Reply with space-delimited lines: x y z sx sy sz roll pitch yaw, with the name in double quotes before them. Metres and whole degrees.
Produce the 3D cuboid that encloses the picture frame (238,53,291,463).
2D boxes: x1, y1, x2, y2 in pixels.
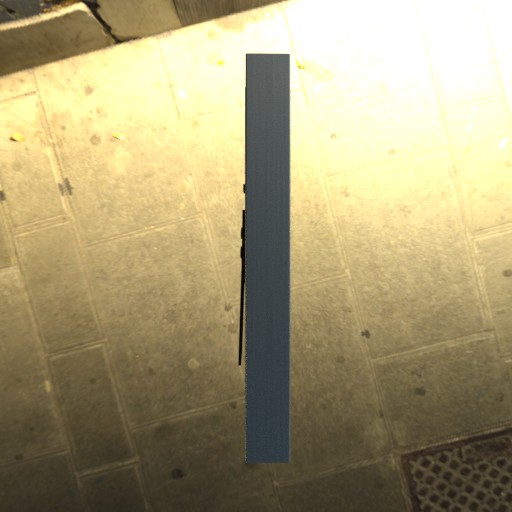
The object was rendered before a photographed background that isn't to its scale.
"picture frame" 0.000 0.000 0.392 0.036 0.282 0.233 0 91 -1
